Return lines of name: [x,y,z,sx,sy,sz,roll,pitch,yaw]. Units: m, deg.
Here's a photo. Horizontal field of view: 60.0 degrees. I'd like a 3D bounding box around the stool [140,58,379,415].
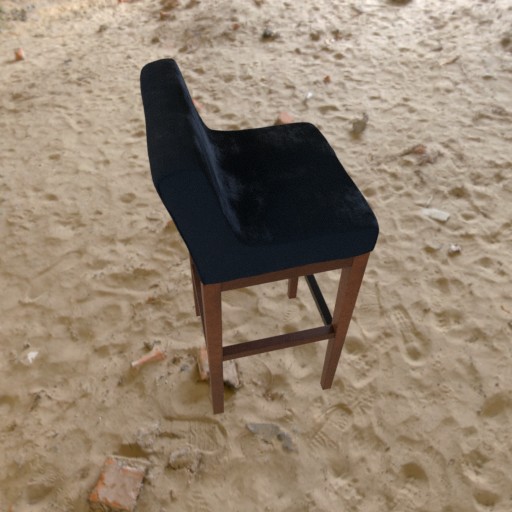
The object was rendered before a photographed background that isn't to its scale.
stool: [0.000,0.000,1.349,0.500,1.037,0.511,-10,47,-9]
